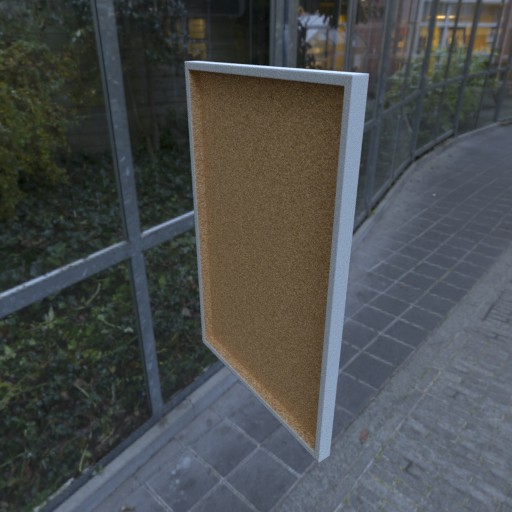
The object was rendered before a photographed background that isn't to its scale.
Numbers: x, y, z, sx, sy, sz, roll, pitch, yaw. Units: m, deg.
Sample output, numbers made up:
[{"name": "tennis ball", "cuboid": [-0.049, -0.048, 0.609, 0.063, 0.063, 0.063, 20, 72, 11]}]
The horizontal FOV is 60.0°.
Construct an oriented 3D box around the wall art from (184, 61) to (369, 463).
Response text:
[{"name": "wall art", "cuboid": [0.000, 0.000, 1.160, 0.038, 0.914, 0.610, -17, 31, -31]}]
